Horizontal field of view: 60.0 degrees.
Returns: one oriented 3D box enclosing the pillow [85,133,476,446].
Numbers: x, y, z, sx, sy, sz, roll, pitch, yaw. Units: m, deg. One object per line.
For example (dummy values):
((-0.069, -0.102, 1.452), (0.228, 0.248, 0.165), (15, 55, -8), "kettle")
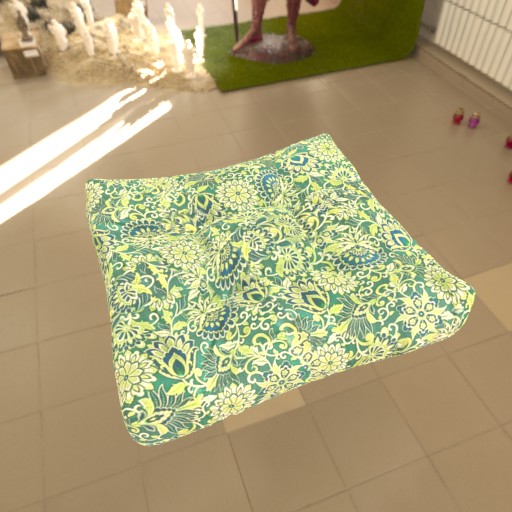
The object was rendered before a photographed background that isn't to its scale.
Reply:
((0.000, 0.000, 0.718), (0.490, 0.128, 0.468), (-15, 49, -14), "pillow")
